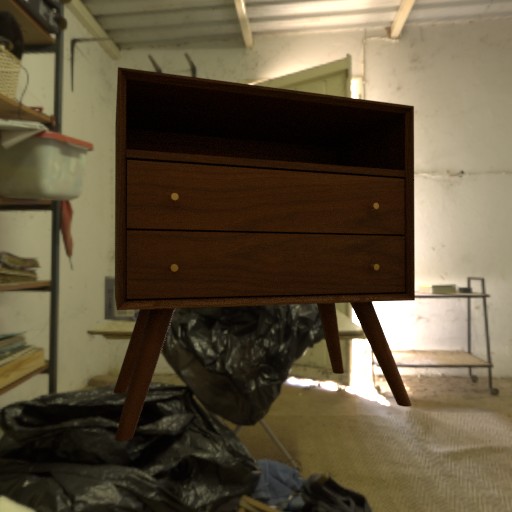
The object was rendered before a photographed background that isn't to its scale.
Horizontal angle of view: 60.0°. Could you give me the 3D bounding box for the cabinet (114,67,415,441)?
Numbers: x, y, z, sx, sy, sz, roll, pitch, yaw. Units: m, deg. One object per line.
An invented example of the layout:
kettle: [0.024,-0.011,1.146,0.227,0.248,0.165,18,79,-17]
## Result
cabinet: [0.000,0.000,1.172,0.712,0.748,0.388,0,-1,-18]
